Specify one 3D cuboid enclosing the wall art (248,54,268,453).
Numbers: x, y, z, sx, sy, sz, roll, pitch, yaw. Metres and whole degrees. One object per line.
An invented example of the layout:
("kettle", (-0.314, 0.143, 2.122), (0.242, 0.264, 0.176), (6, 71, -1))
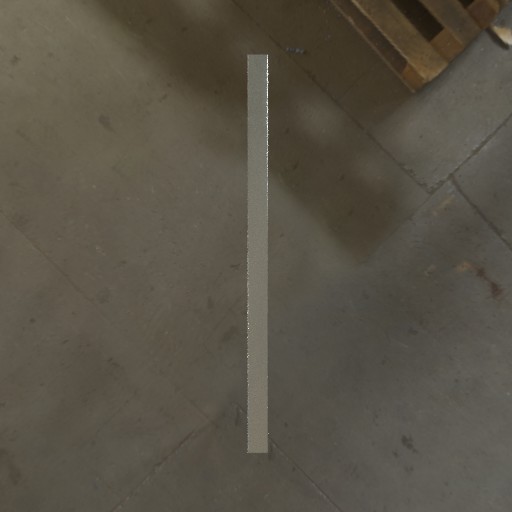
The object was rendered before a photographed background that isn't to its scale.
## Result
("wall art", (0.000, 0.000, 1.425), (0.041, 1.062, 0.803), (0, 89, 0))
